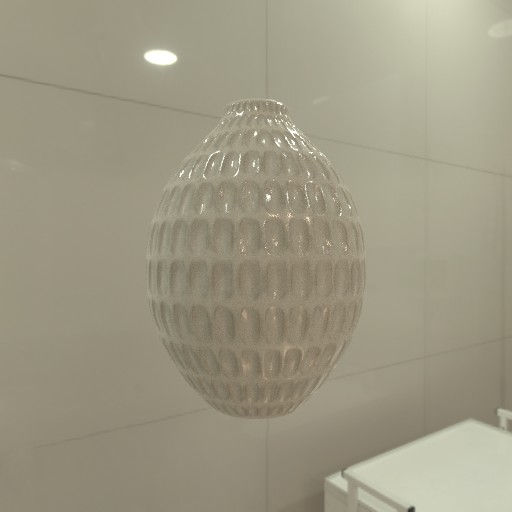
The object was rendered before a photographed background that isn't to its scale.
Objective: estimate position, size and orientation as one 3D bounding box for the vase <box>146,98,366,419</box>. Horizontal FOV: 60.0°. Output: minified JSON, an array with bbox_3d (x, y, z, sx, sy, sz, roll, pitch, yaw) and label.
[{"bbox_3d":[0.000,0.000,0.335,0.162,0.223,0.162,0,1,0],"label":"vase"}]
